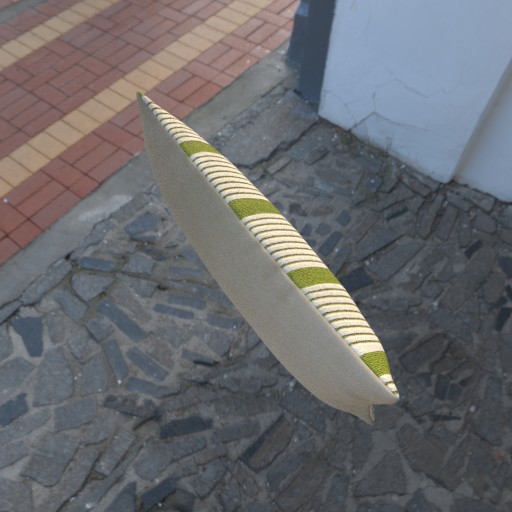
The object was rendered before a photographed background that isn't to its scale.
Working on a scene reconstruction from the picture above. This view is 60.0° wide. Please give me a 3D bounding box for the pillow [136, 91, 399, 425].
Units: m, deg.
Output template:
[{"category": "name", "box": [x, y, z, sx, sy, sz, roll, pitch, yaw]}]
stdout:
[{"category": "pillow", "box": [0.000, 0.000, 0.726, 0.156, 0.292, 0.608, -30, 63, -18]}]
